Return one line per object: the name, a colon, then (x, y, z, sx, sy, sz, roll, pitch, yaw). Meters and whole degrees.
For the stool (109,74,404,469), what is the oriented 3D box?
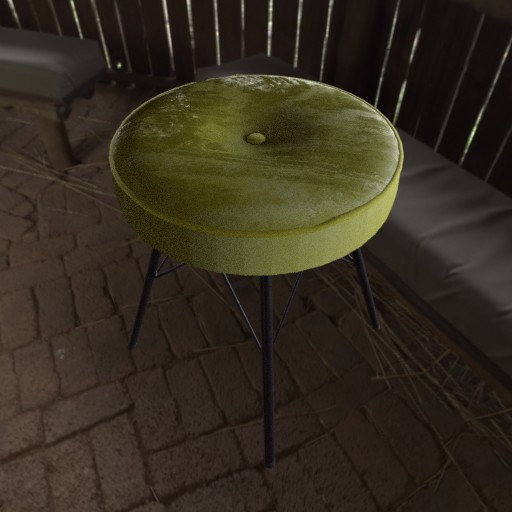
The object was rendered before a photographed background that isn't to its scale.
stool: (0.000, 0.000, 0.796, 0.409, 0.508, 0.409, 31, 53, 26)
